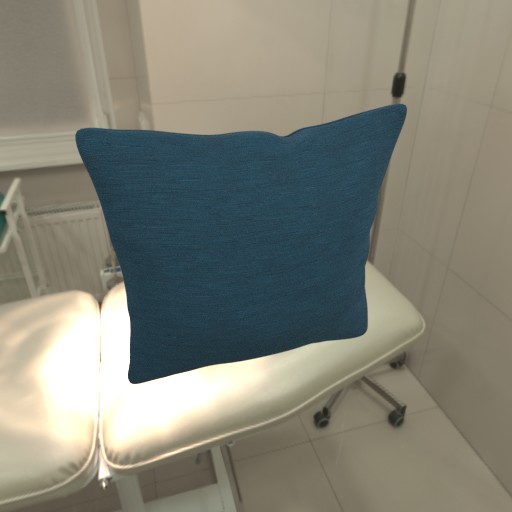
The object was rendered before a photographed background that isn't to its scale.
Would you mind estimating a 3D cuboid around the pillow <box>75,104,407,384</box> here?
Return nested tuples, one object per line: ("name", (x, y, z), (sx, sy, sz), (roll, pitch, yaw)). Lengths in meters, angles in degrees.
("pillow", (0.000, 0.000, 0.669), (0.437, 0.420, 0.177), (-9, 32, -14))
